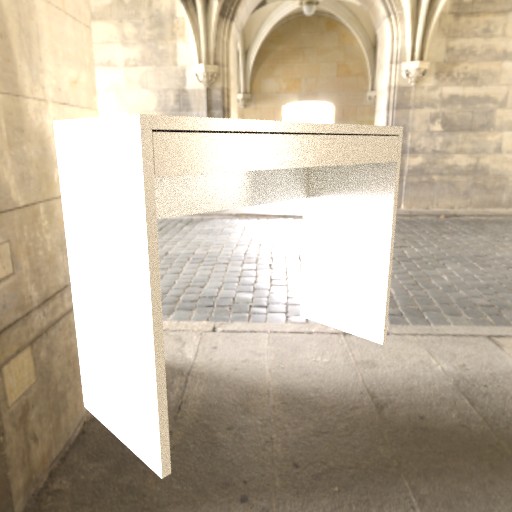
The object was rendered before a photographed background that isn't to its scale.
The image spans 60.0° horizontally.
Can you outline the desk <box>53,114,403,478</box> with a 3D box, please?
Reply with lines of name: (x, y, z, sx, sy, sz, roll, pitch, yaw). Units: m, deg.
desk: (0.000, 0.000, 1.387, 1.000, 0.790, 0.400, -14, 20, -43)
